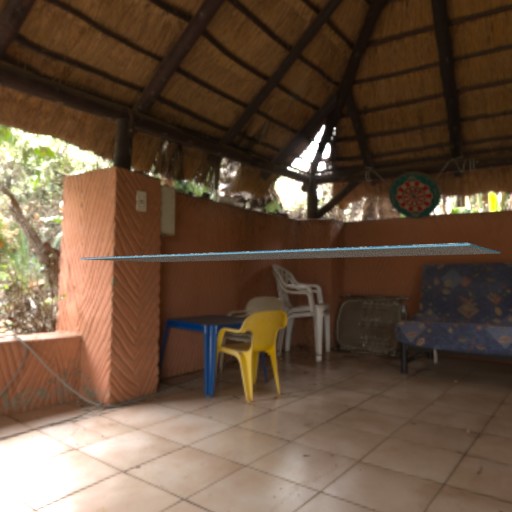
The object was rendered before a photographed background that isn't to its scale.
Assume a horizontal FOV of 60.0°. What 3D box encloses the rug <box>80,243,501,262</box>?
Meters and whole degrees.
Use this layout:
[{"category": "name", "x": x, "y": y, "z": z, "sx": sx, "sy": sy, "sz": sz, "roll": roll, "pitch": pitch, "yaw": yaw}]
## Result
[{"category": "rug", "x": 0.000, "y": 0.000, "z": 2.340, "sx": 2.196, "sy": 0.011, "sz": 0.662, "roll": -2, "pitch": -3, "yaw": 36}]
